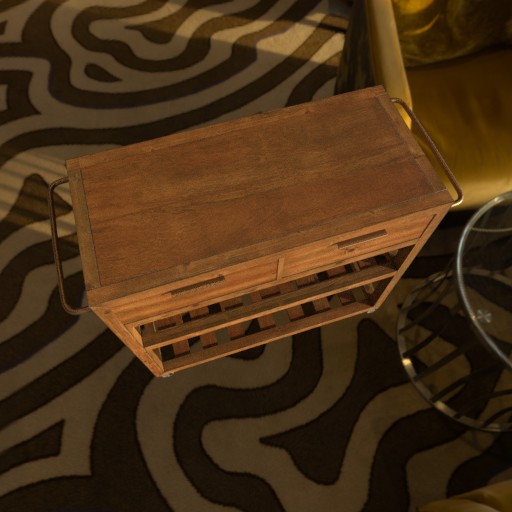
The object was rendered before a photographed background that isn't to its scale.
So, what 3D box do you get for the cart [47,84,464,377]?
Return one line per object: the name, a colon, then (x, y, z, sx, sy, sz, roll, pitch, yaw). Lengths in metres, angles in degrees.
cart: (0.000, 0.000, 1.505, 1.065, 0.830, 0.445, -16, 64, -8)
